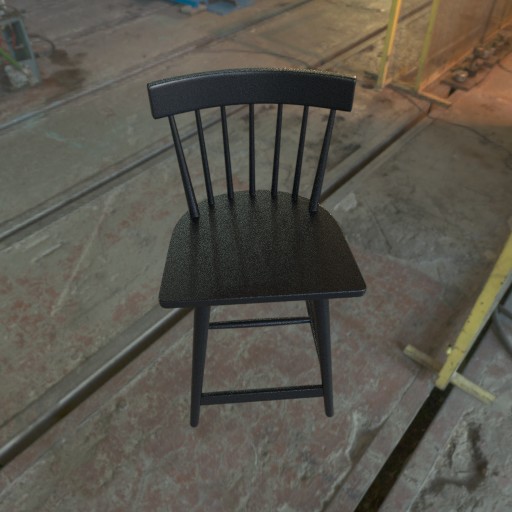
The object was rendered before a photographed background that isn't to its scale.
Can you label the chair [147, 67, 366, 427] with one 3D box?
[{"bbox_3d":[0.000,0.000,1.272,0.483,0.952,0.572,-3,46,-3],"label":"chair"}]
